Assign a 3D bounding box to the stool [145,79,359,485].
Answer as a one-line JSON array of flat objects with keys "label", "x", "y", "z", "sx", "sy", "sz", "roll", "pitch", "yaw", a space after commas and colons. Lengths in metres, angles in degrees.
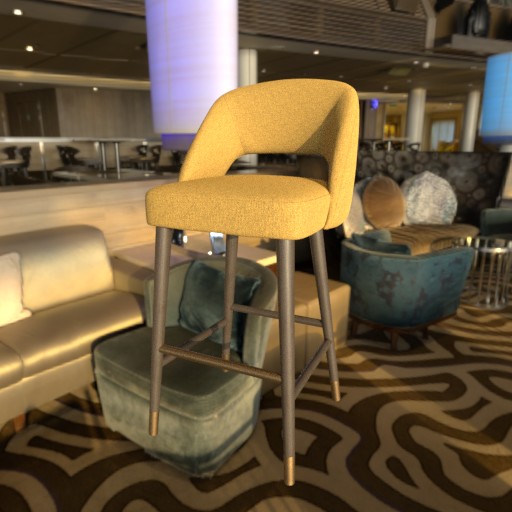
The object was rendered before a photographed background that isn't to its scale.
[{"label": "stool", "x": 0.000, "y": 0.000, "z": 1.312, "sx": 0.536, "sy": 1.032, "sz": 0.522, "roll": 7, "pitch": 16, "yaw": 26}]
